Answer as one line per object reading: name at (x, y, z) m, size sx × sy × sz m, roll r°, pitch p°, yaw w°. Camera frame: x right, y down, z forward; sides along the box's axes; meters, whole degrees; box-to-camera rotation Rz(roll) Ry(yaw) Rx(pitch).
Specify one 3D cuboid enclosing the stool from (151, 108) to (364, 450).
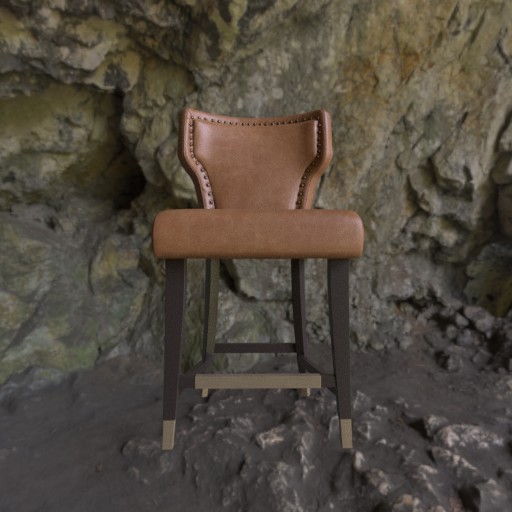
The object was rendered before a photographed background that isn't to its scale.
stool at (0.000, 0.000, 1.339) m, size 0.526 × 0.982 × 0.563 m, roll 0°, pitch 1°, yaw -1°
